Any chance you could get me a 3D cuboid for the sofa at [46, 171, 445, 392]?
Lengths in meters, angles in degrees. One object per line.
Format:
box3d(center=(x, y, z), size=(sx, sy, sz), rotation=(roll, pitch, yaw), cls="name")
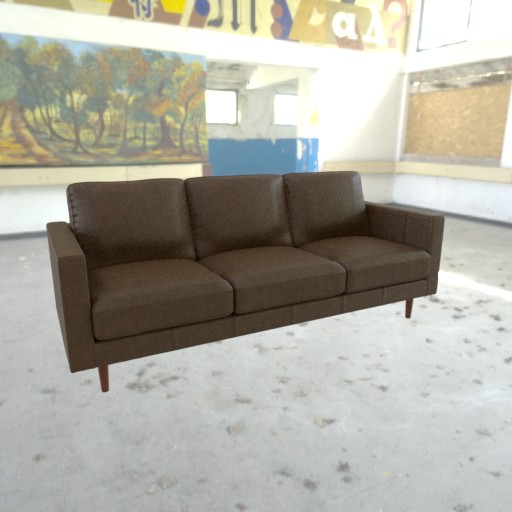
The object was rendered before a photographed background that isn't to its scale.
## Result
box3d(center=(0.000, 0.000, 2.685), size=(2.231, 0.930, 0.903), rotation=(-7, 17, -26), cls="sofa")
